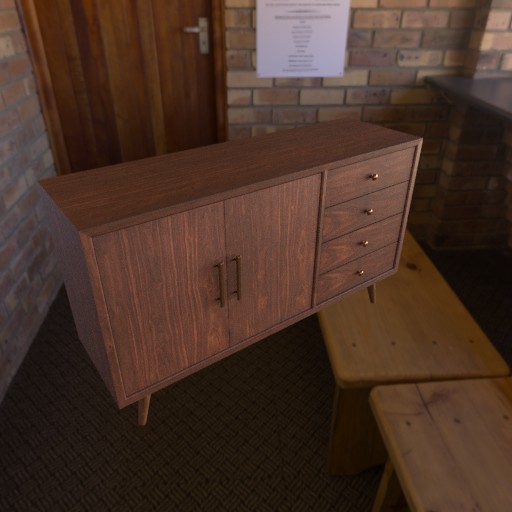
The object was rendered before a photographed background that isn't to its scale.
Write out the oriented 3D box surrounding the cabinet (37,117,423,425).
[{"bbox_3d":[0.000,0.000,2.052,1.575,0.940,0.505,-20,36,-30],"label":"cabinet"}]
